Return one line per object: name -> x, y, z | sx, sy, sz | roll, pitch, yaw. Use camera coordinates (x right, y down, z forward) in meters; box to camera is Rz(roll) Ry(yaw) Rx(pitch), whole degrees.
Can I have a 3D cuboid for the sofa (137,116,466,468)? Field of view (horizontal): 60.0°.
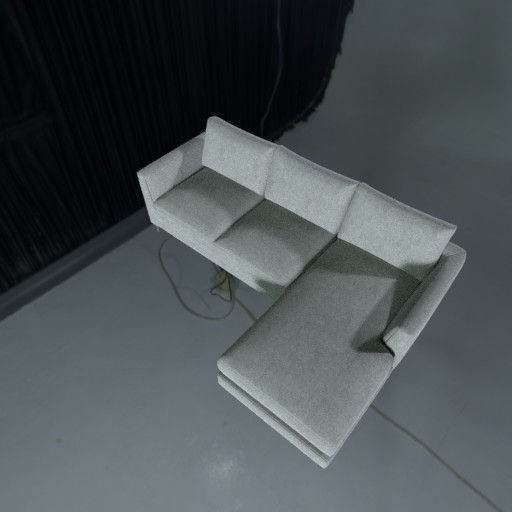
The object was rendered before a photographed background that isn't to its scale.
sofa -> 0.000, 0.000, 3.229 | 2.438, 0.864, 1.626 | 31, 55, 26
